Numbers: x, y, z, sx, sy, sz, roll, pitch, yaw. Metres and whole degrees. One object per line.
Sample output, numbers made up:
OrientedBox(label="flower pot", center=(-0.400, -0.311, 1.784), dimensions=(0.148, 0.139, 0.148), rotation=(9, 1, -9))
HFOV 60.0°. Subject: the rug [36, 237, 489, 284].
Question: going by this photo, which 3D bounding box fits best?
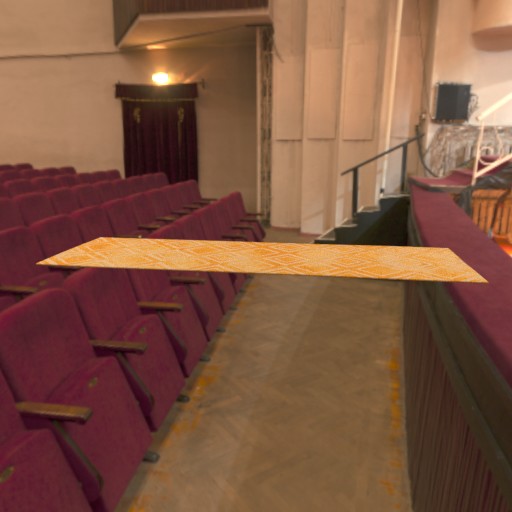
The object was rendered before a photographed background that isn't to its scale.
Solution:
OrientedBox(label="rug", center=(0.000, 0.000, 2.718), dimensions=(2.438, 0.010, 0.775), rotation=(2, 14, 8))
